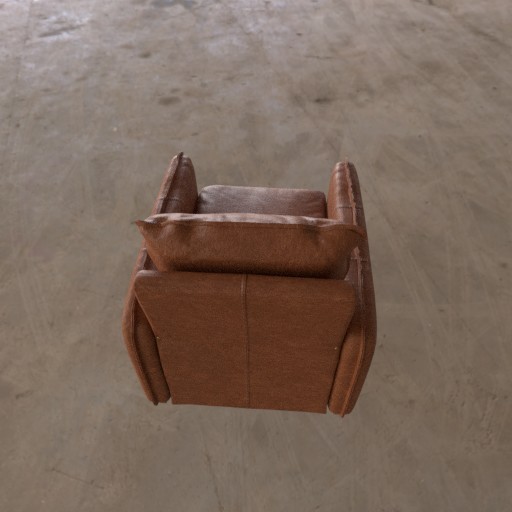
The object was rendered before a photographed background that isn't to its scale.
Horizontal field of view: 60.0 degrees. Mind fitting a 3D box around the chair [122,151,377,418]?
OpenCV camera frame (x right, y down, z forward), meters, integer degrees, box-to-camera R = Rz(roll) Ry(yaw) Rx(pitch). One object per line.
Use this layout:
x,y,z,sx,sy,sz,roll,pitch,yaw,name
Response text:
0.000,0.000,1.670,0.830,0.922,0.922,3,47,3,chair
